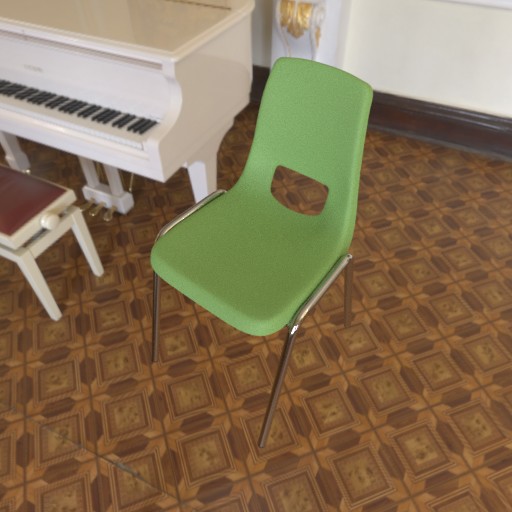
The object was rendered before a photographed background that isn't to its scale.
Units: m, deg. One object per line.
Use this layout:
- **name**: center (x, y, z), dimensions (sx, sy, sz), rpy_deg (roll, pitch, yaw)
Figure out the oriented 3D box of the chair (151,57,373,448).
- **chair**: center (0.000, 0.000, 0.973), dimensions (0.381, 0.704, 0.436), rpy_deg (30, 53, 25)
